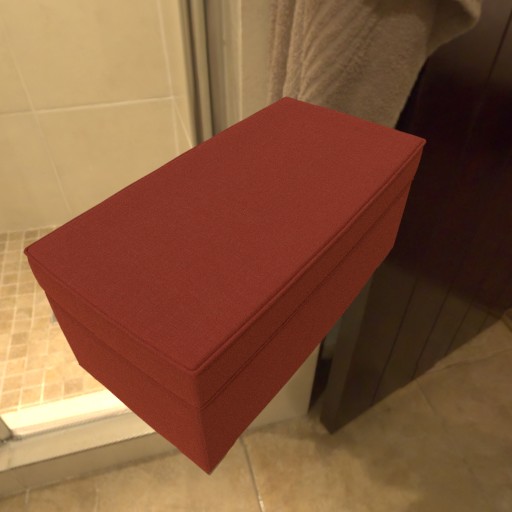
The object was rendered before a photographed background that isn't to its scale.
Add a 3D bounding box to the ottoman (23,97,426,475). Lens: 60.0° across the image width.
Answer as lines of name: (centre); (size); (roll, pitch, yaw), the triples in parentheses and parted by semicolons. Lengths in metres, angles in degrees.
ottoman: (0.000, 0.000, 1.191); (0.497, 0.454, 0.948); (28, 50, 26)
